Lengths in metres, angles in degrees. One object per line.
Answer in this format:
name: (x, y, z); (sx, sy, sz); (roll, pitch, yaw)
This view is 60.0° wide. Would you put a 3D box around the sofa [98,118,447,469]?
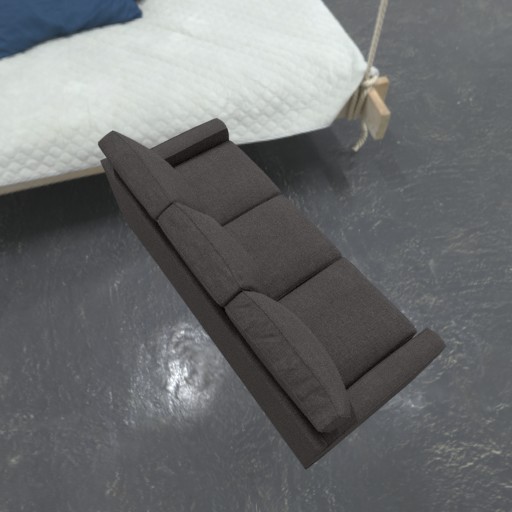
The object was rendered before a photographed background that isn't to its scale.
sofa: (0.000, 0.000, 2.948); (1.004, 0.978, 2.369); (-32, 63, -18)
